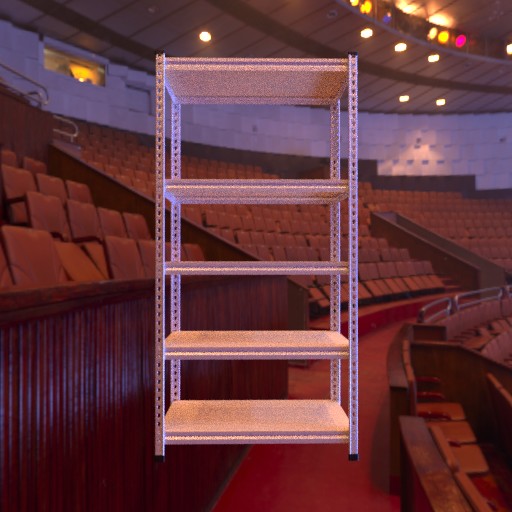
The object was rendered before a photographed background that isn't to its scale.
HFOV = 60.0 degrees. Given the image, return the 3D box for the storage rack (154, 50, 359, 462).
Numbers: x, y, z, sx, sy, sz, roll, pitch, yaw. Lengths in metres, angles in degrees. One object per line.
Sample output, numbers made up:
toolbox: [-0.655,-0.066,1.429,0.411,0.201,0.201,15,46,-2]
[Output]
storage rack: [0.000,0.000,2.202,0.914,1.829,0.457,0,0,-1]
